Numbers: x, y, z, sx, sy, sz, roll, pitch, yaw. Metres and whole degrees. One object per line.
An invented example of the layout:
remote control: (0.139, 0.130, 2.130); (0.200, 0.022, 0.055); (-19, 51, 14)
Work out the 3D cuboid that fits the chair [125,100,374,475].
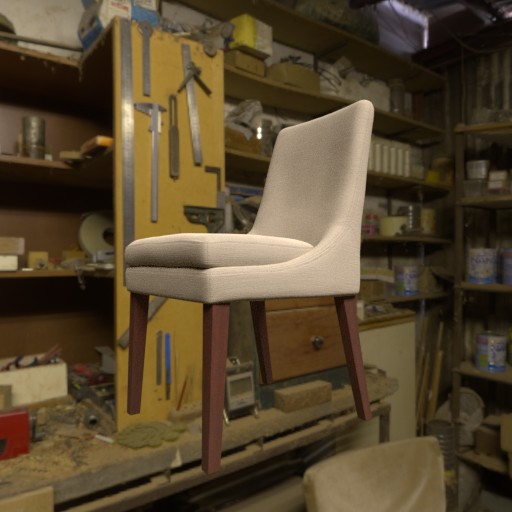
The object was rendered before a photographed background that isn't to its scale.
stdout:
chair: (0.000, 0.000, 1.321); (0.638, 0.940, 0.515); (0, -1, -37)
